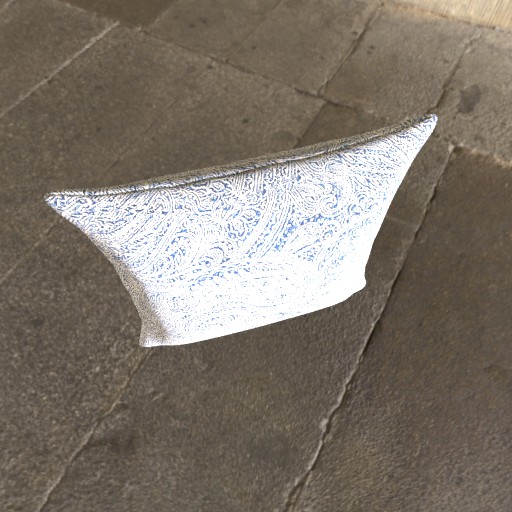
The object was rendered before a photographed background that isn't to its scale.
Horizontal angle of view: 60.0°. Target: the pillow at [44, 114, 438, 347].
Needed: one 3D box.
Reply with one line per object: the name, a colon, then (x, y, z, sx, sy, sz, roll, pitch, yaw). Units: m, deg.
pillow: (0.000, 0.000, 0.776, 0.523, 0.510, 0.166, -14, 59, -8)
